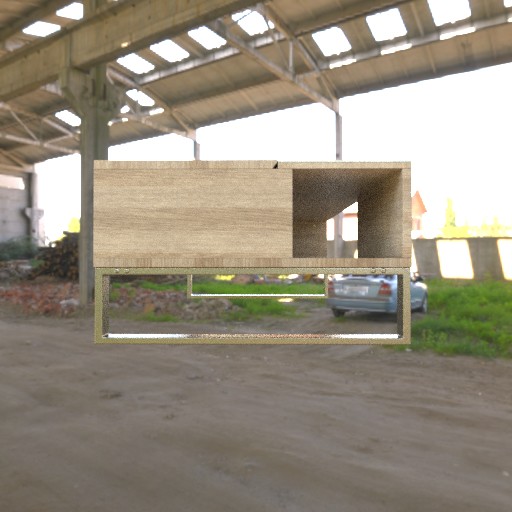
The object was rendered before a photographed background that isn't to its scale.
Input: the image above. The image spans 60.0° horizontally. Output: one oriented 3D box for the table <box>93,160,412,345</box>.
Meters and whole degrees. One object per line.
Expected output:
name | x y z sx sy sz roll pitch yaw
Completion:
table | 0.000 0.000 1.383 0.600 0.350 1.100 0 -1 1
